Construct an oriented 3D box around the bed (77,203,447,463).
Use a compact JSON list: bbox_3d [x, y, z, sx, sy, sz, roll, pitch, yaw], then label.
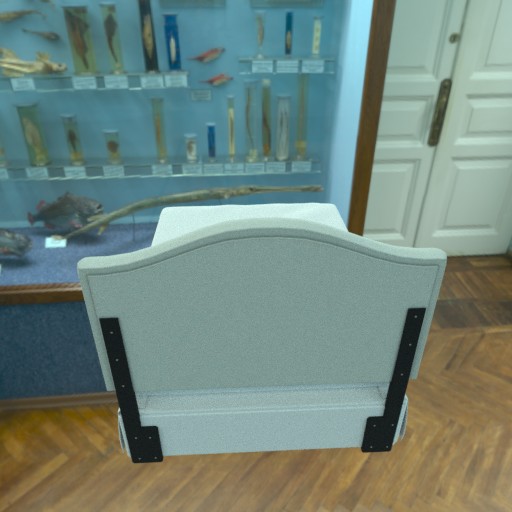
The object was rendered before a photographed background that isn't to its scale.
[{"bbox_3d":[0.000,0.000,3.265,1.813,1.607,2.180,-2,31,-3],"label":"bed"}]
